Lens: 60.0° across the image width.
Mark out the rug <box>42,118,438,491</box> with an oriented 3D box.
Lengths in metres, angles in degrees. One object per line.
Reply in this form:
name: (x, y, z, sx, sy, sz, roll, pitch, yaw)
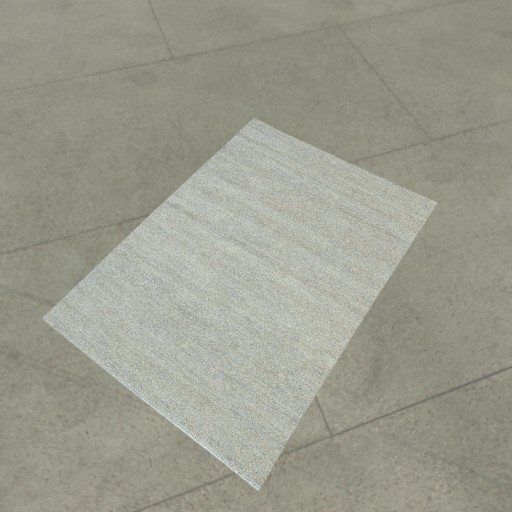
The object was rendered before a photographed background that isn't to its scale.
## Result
rug: (0.000, 0.000, 2.949, 1.624, 0.030, 2.264, 31, 62, 18)
